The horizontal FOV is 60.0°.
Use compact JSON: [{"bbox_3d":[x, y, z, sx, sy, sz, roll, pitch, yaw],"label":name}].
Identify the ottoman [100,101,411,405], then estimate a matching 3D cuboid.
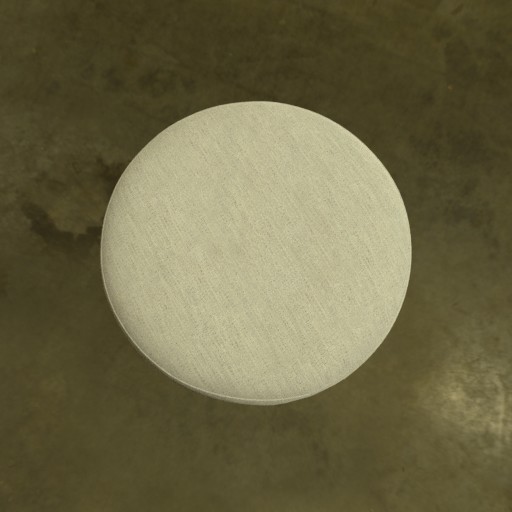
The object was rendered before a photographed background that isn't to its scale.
[{"bbox_3d":[0.000,0.000,1.231,0.769,0.459,0.769,0,76,0],"label":"ottoman"}]
